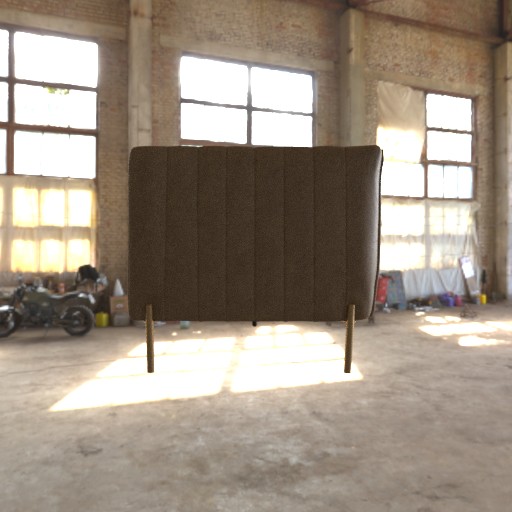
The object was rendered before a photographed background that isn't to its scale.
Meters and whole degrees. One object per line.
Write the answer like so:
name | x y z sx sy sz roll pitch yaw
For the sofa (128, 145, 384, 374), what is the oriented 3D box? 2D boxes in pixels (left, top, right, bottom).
sofa | 0.000 0.000 2.441 0.876 0.779 1.980 0 0 0
